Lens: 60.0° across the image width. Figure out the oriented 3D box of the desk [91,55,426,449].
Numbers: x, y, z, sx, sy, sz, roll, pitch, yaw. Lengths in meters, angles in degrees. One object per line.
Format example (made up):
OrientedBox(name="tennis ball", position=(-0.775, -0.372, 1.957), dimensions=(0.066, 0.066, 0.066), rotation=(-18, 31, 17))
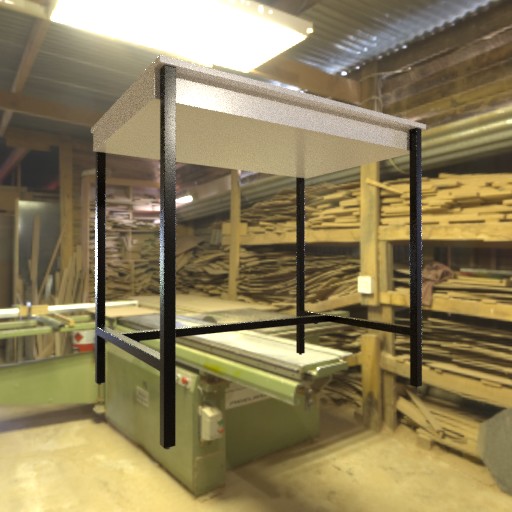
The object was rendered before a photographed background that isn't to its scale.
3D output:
OrientedBox(name="desk", position=(0.000, 0.000, 1.310), dimensions=(0.811, 0.766, 0.573), rotation=(0, -1, -33))
